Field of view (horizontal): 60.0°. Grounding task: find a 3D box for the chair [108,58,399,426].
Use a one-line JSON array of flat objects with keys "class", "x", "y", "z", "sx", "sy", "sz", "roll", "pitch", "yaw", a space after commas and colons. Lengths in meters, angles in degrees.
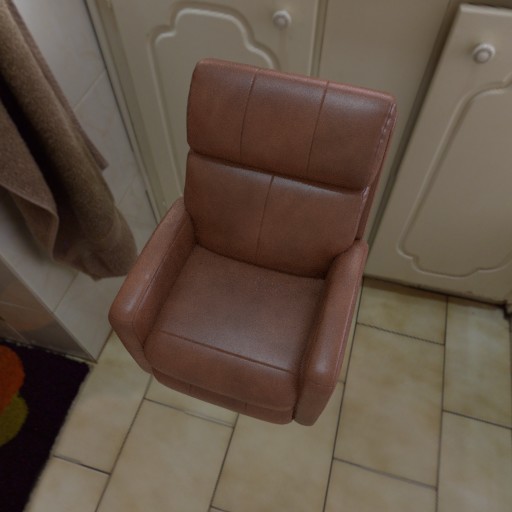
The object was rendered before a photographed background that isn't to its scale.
[{"class": "chair", "x": 0.000, "y": 0.000, "z": 1.647, "sx": 0.787, "sy": 1.016, "sz": 0.939, "roll": 15, "pitch": 57, "yaw": 10}]
